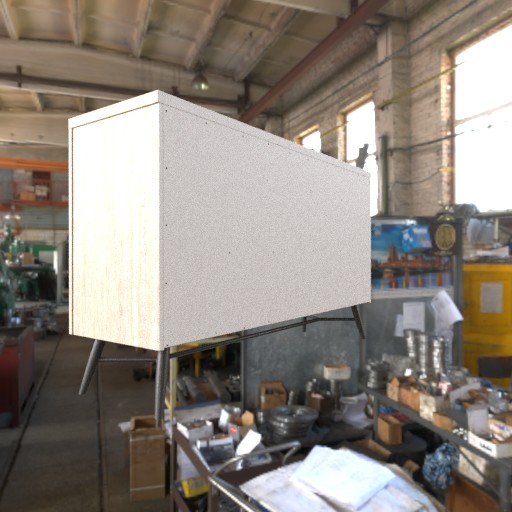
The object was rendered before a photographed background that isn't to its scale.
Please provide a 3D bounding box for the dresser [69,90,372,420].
[{"bbox_3d":[0.000,0.000,1.961,0.457,0.914,1.524,0,0,36],"label":"dresser"}]
